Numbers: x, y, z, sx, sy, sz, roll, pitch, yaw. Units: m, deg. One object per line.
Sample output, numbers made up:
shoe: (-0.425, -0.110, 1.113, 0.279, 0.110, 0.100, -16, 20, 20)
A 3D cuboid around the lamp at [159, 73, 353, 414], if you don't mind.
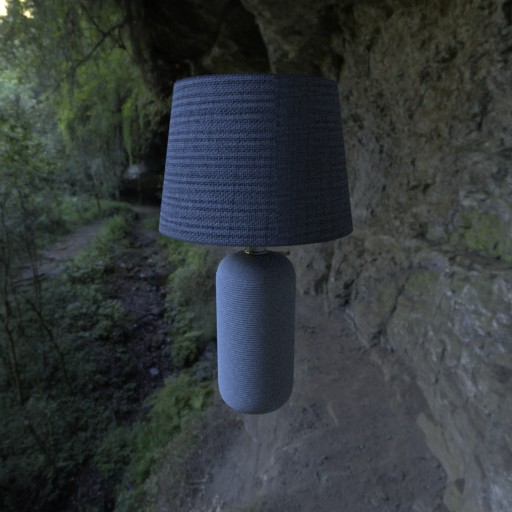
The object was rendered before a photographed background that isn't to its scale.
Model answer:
lamp: (0.000, 0.000, 0.595, 0.251, 0.429, 0.251, 0, 14, 0)
